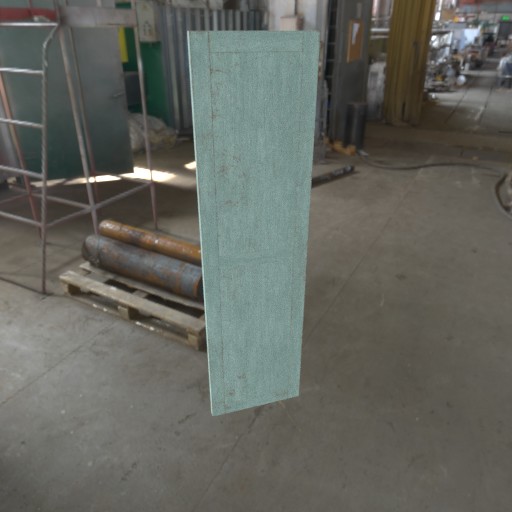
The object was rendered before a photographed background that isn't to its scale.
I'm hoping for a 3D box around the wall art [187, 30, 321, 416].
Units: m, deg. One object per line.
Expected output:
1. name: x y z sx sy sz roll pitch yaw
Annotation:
1. wall art: 0.000 0.000 1.346 0.329 1.219 0.025 -8 28 -16
